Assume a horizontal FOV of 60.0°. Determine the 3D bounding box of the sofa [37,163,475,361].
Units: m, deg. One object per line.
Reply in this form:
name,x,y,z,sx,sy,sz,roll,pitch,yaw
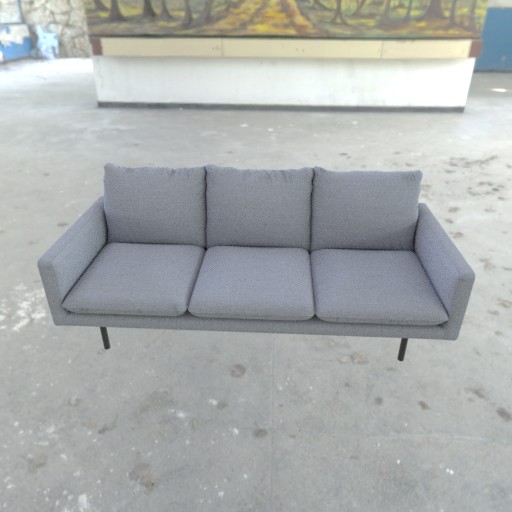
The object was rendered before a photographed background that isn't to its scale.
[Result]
sofa,0.000,0.000,2.418,2.000,0.830,0.850,2,29,3
